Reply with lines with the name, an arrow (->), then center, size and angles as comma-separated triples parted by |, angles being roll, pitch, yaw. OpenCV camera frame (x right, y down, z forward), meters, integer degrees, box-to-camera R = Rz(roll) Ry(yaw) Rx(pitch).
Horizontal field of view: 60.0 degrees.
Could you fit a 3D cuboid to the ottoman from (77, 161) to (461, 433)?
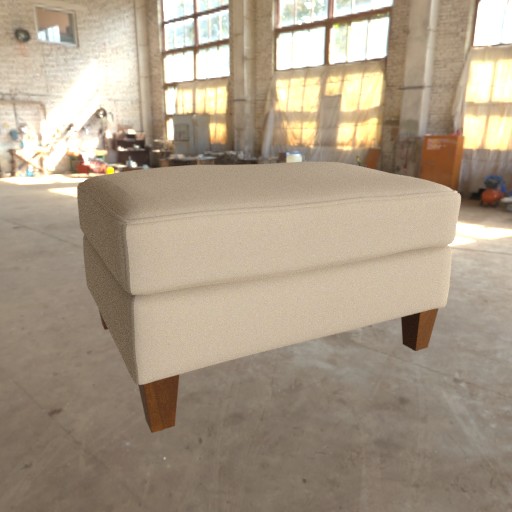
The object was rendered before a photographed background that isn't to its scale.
ottoman -> 0.000, 0.000, 1.190 | 0.818, 0.485, 0.634 | -8, 18, -27
